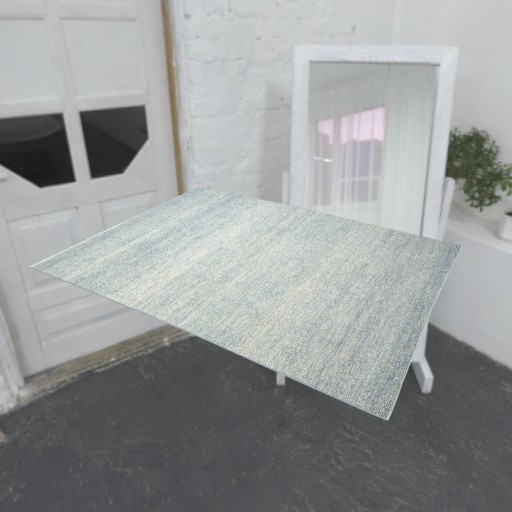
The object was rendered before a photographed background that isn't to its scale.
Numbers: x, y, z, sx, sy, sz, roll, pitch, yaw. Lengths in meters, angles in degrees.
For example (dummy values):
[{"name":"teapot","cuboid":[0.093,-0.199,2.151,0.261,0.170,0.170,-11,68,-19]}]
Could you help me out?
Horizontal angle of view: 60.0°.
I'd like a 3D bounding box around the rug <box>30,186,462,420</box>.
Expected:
[{"name":"rug","cuboid":[0.000,0.000,4.124,3.237,0.046,2.461,17,33,27]}]
